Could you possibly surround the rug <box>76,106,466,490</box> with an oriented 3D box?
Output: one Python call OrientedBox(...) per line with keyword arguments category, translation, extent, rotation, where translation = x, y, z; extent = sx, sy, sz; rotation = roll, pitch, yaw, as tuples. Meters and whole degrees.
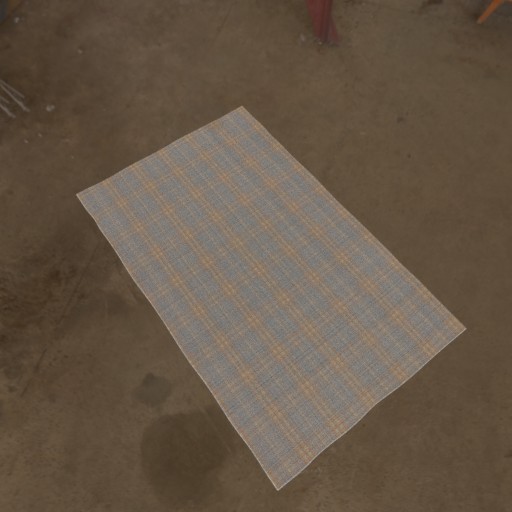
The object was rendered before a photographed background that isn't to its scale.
OrientedBox(category="rug", translation=(0.000, 0.000, 3.081), extent=(1.545, 0.016, 2.460), rotation=(-33, 67, -16))
